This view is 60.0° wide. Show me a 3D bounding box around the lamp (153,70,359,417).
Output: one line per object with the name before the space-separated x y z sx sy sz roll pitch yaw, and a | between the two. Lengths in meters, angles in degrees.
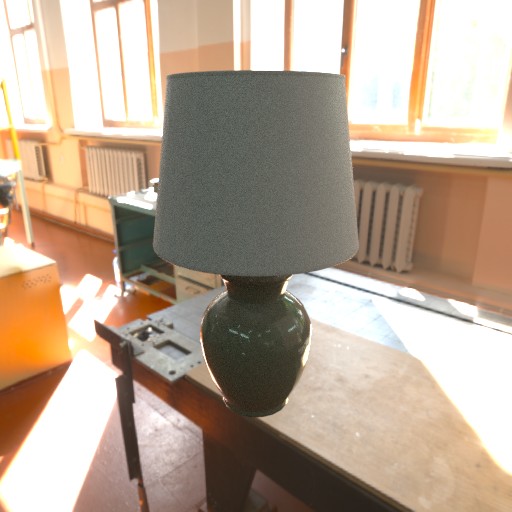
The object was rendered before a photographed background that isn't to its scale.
lamp | 0.000 0.000 0.534 0.239 0.399 0.239 0 18 0
